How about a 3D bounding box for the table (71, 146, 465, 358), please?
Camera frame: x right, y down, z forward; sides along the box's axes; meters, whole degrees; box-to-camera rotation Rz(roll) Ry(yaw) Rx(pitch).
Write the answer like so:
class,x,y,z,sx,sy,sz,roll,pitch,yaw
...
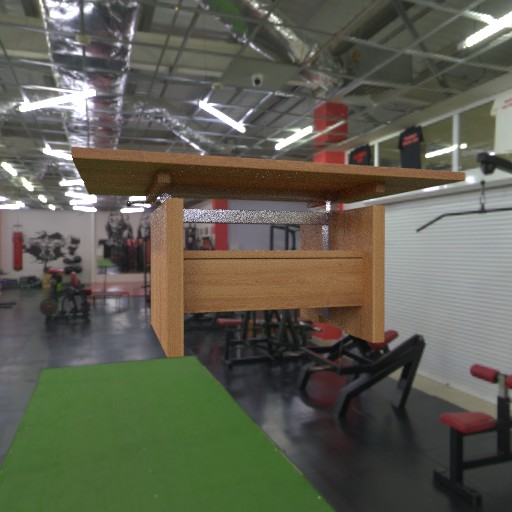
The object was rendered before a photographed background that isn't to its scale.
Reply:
class,x,y,z,sx,sy,sz,roll,pitch,yaw
table,0.000,0.000,1.506,1.100,0.510,0.700,0,1,-18
